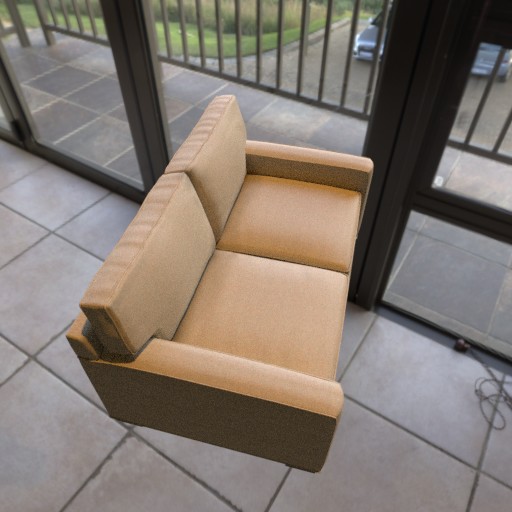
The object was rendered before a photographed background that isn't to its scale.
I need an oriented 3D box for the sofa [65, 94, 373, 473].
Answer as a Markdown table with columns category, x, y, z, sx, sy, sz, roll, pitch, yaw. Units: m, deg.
| category | x | y | z | sx | sy | sz | roll | pitch | yaw |
| --- | --- | --- | --- | --- | --- | --- | --- | --- | --- |
| sofa | 0.000 | 0.000 | 2.054 | 0.942 | 0.853 | 1.484 | 11 | 48 | 10 |
